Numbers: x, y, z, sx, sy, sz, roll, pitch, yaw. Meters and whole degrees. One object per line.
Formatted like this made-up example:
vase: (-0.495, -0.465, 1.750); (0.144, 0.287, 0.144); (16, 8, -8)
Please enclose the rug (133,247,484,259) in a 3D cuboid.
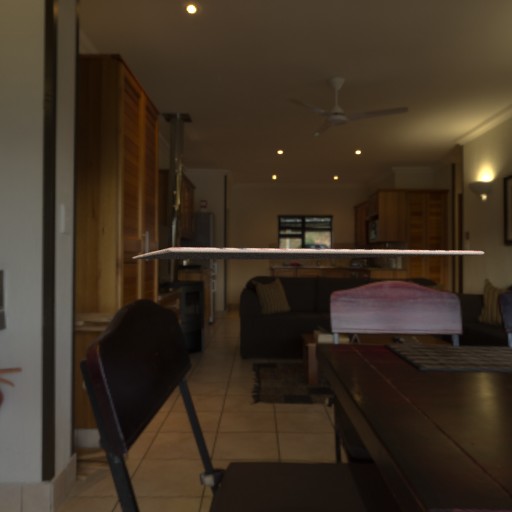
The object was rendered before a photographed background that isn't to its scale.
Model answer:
rug: (0.000, 0.000, 3.069); (1.521, 0.023, 2.464); (0, -1, -19)
